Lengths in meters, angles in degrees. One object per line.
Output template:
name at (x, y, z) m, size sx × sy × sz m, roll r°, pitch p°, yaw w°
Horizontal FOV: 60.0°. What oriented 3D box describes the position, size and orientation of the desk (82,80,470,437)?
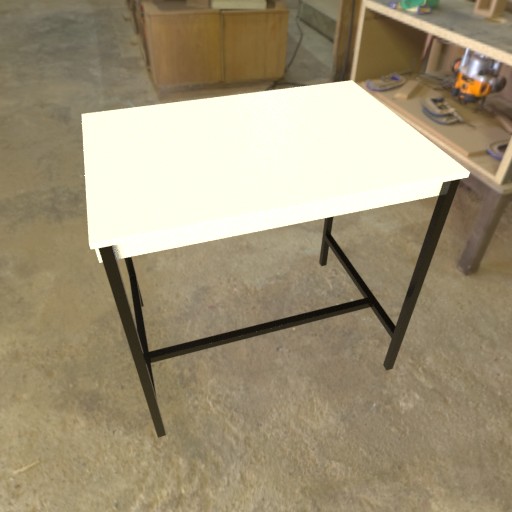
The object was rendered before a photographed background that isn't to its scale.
desk at (0.000, 0.000, 1.347) m, size 0.811 × 0.766 × 0.573 m, roll -12°, pitch 43°, yaw -13°
